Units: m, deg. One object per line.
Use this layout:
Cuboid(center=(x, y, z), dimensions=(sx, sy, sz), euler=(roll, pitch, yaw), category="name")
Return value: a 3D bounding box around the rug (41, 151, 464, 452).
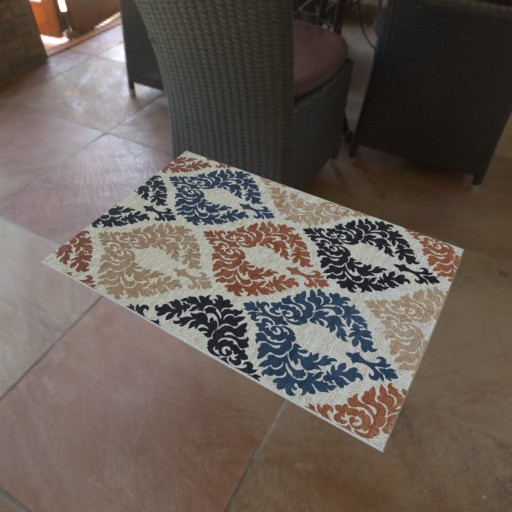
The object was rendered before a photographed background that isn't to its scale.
Cuboid(center=(0.000, 0.000, 2.846), dimensions=(2.275, 0.014, 1.514), euler=(23, 50, 21), category="rug")
